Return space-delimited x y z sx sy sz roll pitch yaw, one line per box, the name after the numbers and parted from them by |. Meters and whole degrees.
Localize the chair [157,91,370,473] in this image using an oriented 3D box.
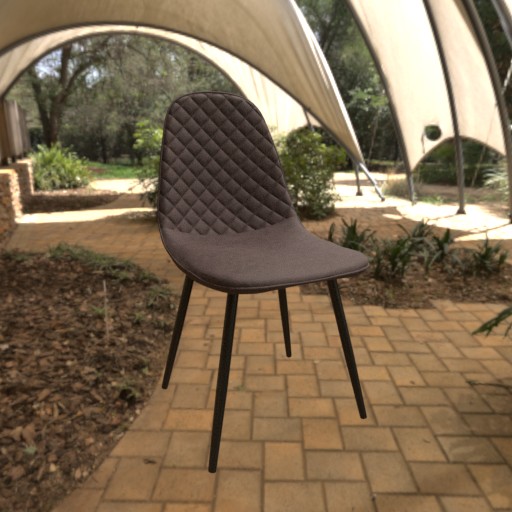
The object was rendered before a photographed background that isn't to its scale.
0.000 0.000 1.211 0.472 0.889 0.561 -8 17 -26 | chair
